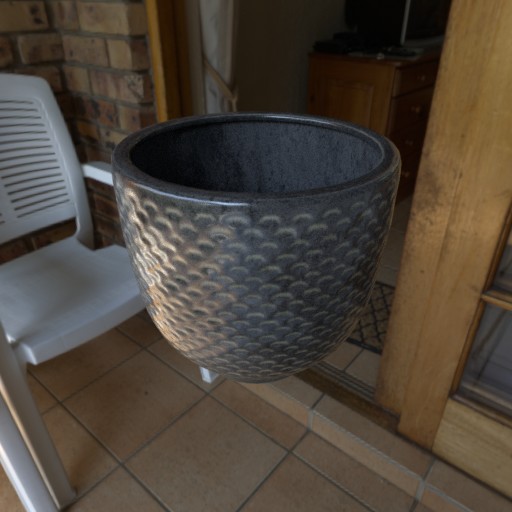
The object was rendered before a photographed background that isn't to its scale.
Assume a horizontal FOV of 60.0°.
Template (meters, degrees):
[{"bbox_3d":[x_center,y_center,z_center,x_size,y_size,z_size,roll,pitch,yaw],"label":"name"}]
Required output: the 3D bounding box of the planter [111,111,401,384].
[{"bbox_3d":[0.000,0.000,0.310,0.172,0.160,0.172,0,31,0],"label":"planter"}]
